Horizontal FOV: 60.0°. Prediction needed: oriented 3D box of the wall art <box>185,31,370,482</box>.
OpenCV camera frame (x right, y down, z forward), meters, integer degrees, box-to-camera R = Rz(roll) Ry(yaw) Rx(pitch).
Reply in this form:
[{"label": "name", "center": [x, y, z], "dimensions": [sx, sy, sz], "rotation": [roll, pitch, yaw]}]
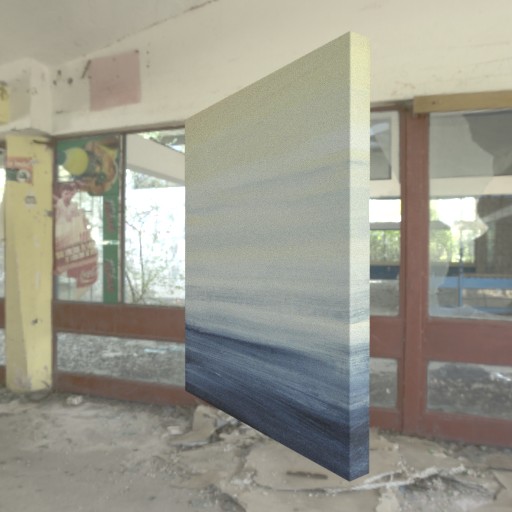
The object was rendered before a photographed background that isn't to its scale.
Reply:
[{"label": "wall art", "center": [0.000, 0.000, 0.808], "dimensions": [0.040, 0.608, 0.489], "rotation": [0, 0, -36]}]
